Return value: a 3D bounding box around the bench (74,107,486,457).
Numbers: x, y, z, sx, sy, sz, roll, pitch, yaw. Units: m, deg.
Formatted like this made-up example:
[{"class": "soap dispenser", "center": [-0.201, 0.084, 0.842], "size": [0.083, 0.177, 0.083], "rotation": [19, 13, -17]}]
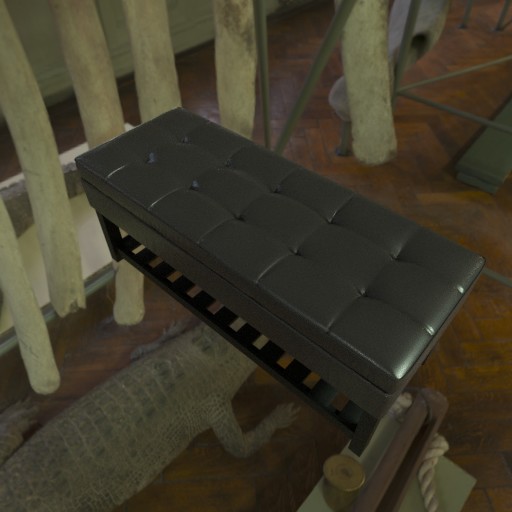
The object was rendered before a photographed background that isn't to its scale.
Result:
[{"class": "bench", "center": [0.000, 0.000, 1.338], "size": [1.105, 0.460, 0.432], "rotation": [33, 55, 27]}]
